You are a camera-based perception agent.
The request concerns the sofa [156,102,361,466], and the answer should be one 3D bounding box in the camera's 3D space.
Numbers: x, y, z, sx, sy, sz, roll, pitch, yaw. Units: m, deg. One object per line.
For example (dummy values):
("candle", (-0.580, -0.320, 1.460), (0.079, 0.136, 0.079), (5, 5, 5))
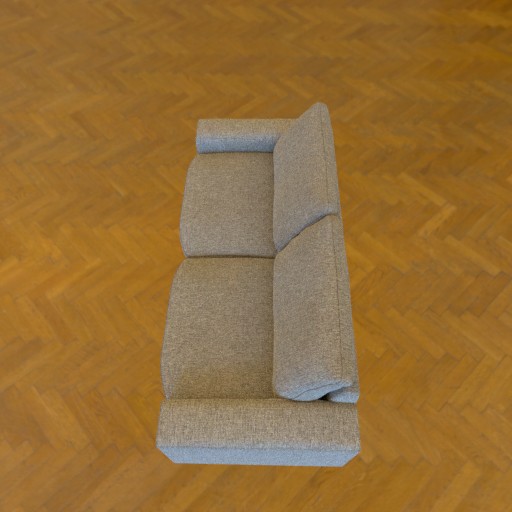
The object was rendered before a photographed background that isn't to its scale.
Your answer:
("sofa", (0.000, 0.000, 2.795), (1.040, 0.922, 2.299), (1, 58, 1))
